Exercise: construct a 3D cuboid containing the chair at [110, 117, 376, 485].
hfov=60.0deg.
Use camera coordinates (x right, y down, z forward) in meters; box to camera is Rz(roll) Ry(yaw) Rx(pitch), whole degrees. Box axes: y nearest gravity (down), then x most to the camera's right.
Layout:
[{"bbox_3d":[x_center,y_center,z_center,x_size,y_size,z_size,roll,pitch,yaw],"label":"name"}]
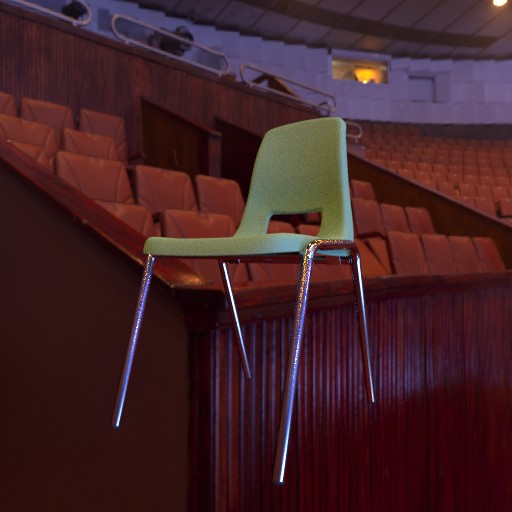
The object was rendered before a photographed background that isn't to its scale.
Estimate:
[{"bbox_3d":[0.000,0.000,0.907,0.381,0.653,0.436,0,0,34],"label":"chair"}]
